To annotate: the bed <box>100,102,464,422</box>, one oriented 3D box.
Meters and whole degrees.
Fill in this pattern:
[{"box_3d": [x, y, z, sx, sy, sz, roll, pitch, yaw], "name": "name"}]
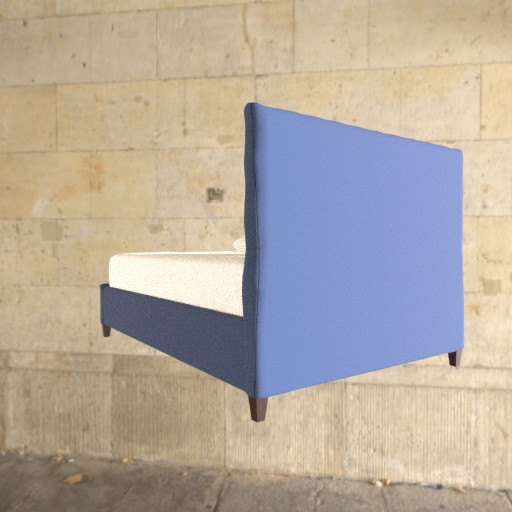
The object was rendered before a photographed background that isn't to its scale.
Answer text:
[{"box_3d": [0.000, 0.000, 3.386, 1.706, 1.427, 2.387, -1, 1, -35], "name": "bed"}]
